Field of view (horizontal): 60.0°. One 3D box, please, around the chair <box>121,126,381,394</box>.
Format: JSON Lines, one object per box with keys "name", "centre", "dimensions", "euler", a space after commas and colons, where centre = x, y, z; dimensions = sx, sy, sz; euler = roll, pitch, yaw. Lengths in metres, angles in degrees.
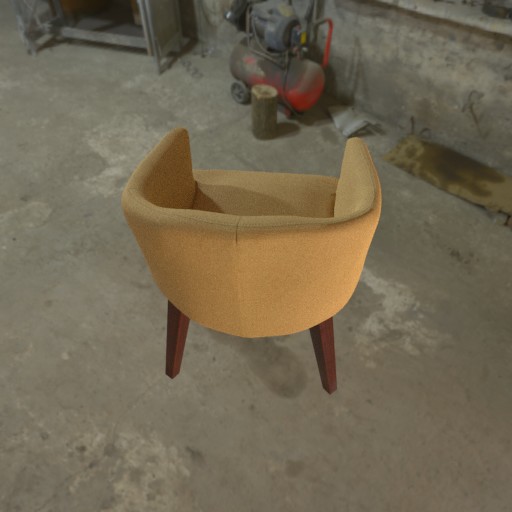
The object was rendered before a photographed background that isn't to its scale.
{"name": "chair", "centre": [0.000, 0.000, 1.263], "dimensions": [0.583, 0.811, 0.655], "euler": [5, 48, 4]}
